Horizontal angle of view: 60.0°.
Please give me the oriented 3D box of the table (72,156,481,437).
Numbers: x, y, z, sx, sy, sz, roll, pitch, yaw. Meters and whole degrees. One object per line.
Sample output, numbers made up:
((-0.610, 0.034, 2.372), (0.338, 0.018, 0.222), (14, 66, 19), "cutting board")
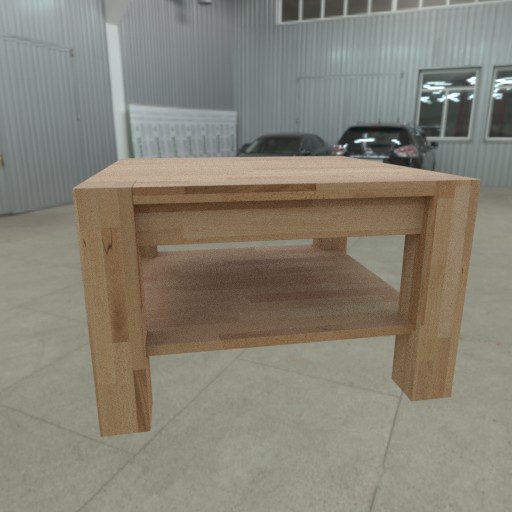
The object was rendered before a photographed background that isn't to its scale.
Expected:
((0.000, 0.000, 1.132), (0.700, 0.451, 0.700), (-3, 16, -10), "table")
